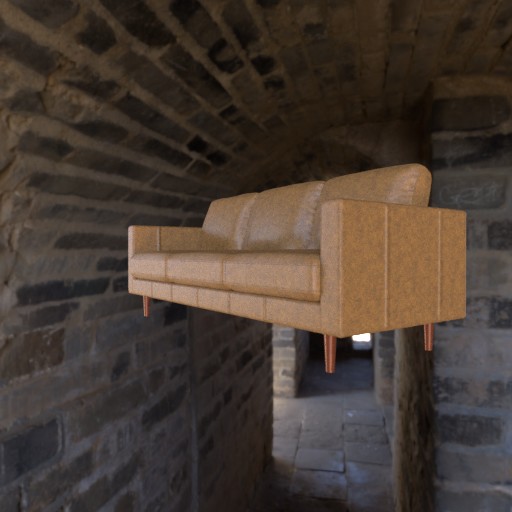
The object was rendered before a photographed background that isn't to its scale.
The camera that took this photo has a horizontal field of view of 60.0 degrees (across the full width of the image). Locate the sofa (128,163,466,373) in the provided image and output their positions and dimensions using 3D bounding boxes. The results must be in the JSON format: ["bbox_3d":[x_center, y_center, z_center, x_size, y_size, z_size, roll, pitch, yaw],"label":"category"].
[{"bbox_3d":[0.000,0.000,2.782,0.903,0.930,2.231,0,1,-36],"label":"sofa"}]
